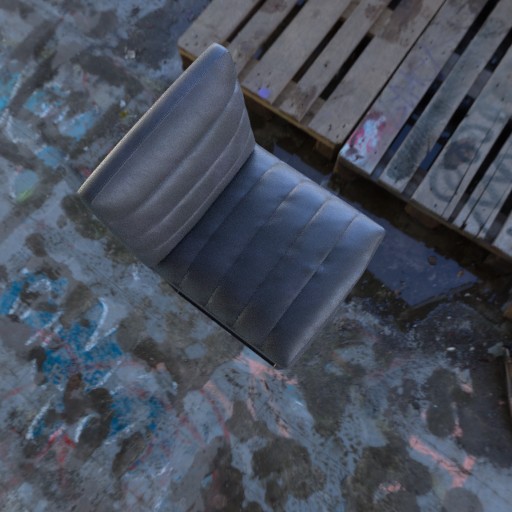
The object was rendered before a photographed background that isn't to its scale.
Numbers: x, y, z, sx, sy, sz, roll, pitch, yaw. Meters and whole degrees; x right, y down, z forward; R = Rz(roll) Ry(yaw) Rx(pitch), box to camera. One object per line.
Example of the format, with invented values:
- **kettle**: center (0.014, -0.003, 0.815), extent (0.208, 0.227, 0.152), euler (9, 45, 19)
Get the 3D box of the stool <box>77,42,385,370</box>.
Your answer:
- **stool**: center (0.000, 0.000, 1.355), extent (0.562, 1.065, 0.463), euler (36, 78, 9)
